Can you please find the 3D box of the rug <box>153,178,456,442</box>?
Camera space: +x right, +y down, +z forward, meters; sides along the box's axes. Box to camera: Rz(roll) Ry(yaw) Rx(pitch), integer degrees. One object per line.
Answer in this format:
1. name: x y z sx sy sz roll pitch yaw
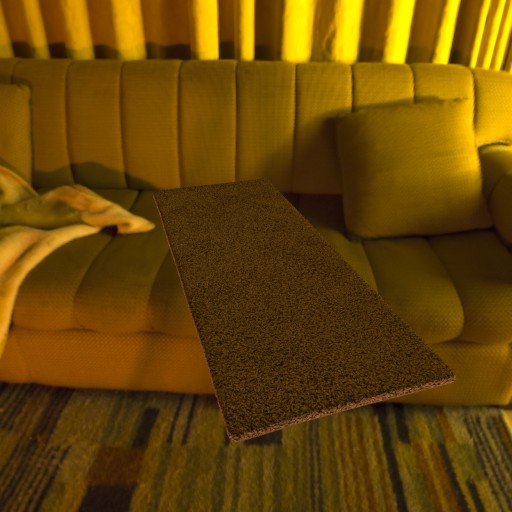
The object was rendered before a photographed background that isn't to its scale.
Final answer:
1. rug: 0.000 0.000 1.693 0.609 0.030 1.524 -9 31 -15
